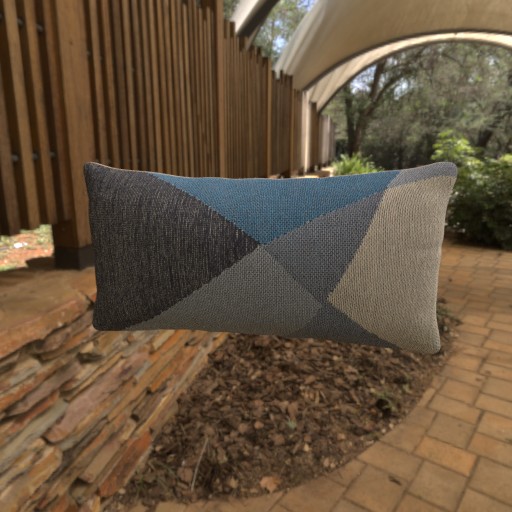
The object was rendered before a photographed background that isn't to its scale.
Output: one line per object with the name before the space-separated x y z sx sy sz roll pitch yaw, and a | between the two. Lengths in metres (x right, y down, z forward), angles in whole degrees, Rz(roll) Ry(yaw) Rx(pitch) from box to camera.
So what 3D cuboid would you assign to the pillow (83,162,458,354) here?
pillow | 0.000 0.000 0.731 0.604 0.307 0.148 2 14 9
